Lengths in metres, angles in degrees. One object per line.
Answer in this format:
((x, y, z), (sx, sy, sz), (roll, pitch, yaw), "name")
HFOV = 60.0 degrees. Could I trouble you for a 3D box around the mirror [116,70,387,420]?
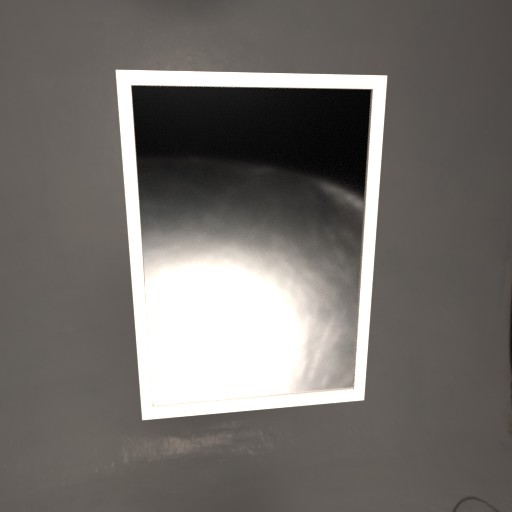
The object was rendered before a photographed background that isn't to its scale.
((0.000, 0.000, 0.929), (0.507, 0.710, 0.039), (-2, 15, -8), "mirror")
